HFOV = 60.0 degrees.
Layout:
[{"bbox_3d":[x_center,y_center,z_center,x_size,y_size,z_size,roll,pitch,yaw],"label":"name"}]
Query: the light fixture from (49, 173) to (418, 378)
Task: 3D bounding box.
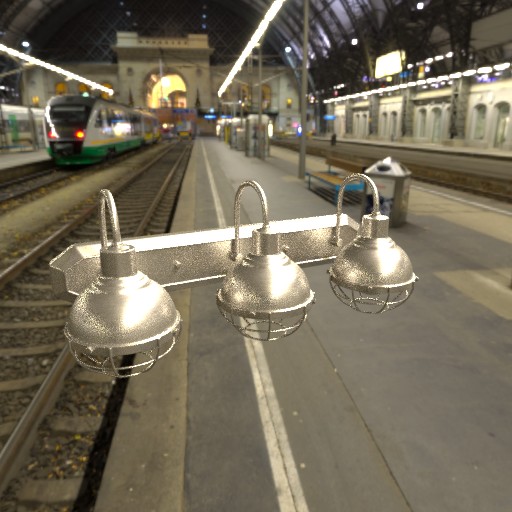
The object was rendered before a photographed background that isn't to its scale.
[{"bbox_3d":[0.000,0.000,0.761,0.634,0.254,0.229,-9,18,-27],"label":"light fixture"}]
